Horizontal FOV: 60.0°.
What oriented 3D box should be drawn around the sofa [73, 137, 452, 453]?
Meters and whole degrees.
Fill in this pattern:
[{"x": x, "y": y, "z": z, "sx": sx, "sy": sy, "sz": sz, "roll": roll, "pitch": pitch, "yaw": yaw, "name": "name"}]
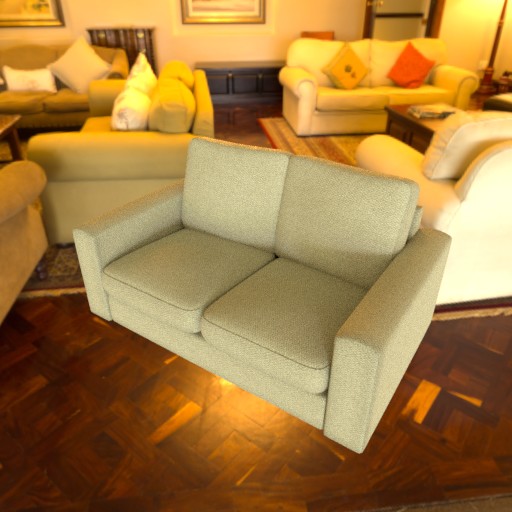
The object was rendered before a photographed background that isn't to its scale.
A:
[{"x": 0.000, "y": 0.000, "z": 2.224, "sx": 1.616, "sy": 0.873, "sz": 1.016, "roll": 19, "pitch": 36, "yaw": 29, "name": "sofa"}]
